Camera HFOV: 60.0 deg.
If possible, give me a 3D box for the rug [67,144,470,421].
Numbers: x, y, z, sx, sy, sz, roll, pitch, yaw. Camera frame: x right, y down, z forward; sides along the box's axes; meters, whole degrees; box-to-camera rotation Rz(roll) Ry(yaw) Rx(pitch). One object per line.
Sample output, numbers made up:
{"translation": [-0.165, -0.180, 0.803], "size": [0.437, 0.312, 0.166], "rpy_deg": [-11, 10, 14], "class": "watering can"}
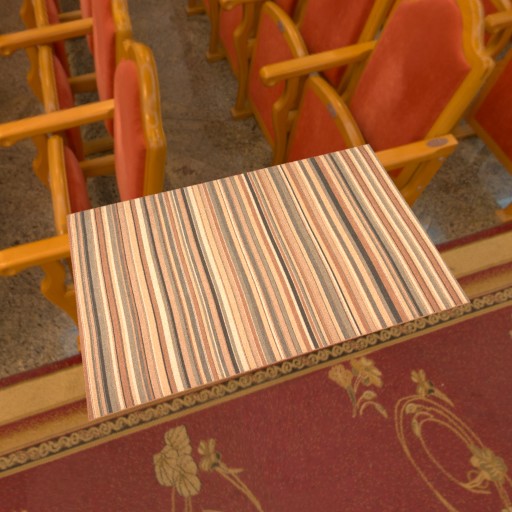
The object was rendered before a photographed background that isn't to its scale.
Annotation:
{"translation": [0.000, 0.000, 3.062], "size": [2.438, 0.014, 1.523], "rpy_deg": [-15, 58, -9], "class": "rug"}
